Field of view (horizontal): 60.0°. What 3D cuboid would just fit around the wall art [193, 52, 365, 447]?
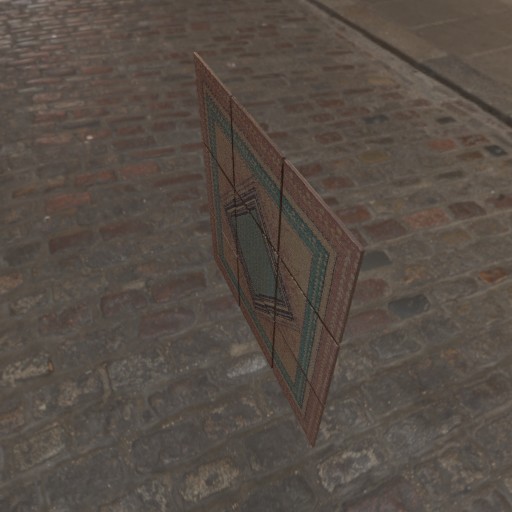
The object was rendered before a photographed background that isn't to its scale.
[{"bbox_3d":[0.000,0.000,2.315,0.014,1.525,1.527,-18,49,-16],"label":"wall art"}]
